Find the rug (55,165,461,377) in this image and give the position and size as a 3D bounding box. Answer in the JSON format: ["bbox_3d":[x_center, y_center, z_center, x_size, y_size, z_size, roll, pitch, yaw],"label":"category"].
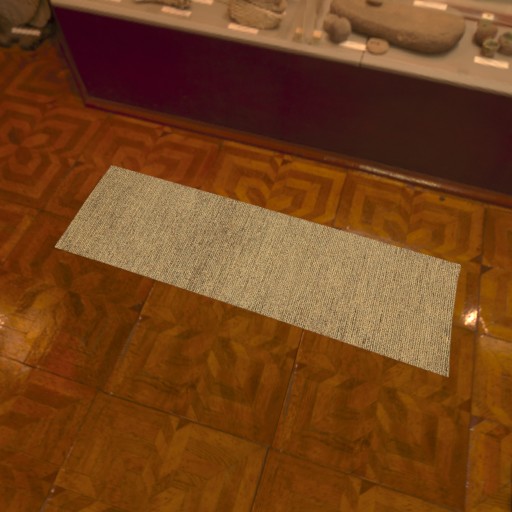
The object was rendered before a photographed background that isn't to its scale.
[{"bbox_3d":[0.000,0.000,2.632,2.335,0.013,0.697,17,61,10],"label":"rug"}]
